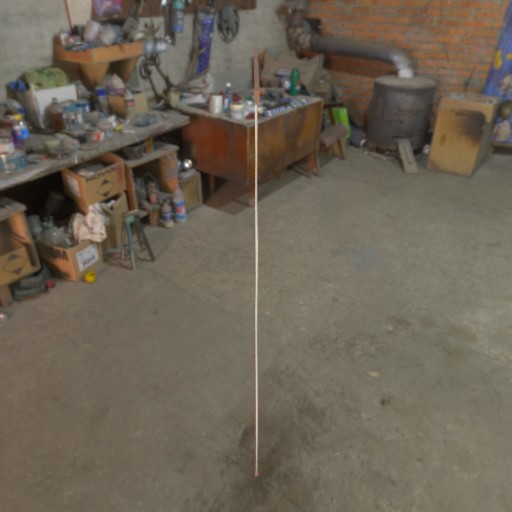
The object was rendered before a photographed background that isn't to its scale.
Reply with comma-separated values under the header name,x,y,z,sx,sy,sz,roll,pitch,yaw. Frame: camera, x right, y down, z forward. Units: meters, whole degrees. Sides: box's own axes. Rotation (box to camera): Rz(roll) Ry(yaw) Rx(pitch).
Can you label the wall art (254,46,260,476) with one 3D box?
name,x,y,z,sx,sy,sz,roll,pitch,yaw
wall art,0.000,0.000,1.888,0.019,1.527,1.019,0,31,0
